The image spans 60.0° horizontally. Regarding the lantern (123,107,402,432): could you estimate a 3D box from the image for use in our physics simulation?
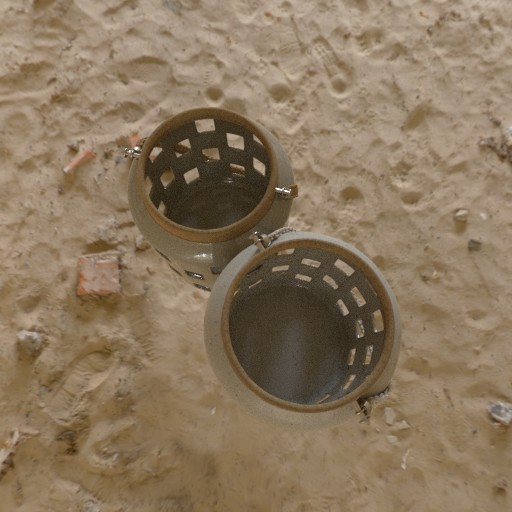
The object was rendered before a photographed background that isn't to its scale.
[{"bbox_3d":[0.000,0.000,0.470,0.184,0.255,0.347,-29,78,-7],"label":"lantern"}]
